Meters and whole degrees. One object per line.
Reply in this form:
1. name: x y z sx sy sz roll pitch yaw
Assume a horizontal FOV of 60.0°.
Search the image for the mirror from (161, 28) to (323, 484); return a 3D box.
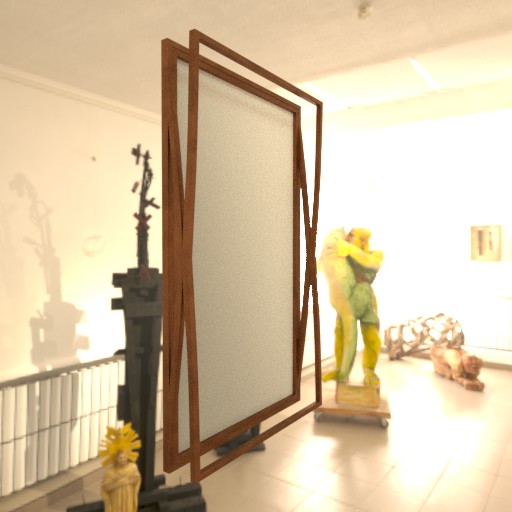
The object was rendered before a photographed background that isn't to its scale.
1. mirror: 0.000 0.000 0.956 0.082 0.768 0.468 1 1 36
